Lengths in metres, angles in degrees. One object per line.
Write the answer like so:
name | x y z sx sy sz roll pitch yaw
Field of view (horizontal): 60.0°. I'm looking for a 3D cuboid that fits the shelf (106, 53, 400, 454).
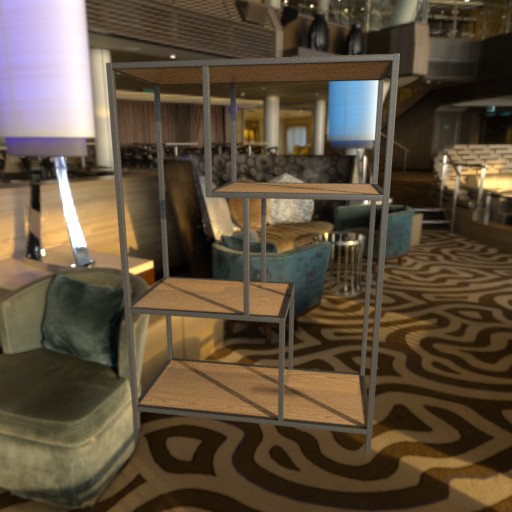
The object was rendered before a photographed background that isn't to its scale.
shelf | 0.000 0.000 1.449 0.770 1.138 0.350 2 14 9
